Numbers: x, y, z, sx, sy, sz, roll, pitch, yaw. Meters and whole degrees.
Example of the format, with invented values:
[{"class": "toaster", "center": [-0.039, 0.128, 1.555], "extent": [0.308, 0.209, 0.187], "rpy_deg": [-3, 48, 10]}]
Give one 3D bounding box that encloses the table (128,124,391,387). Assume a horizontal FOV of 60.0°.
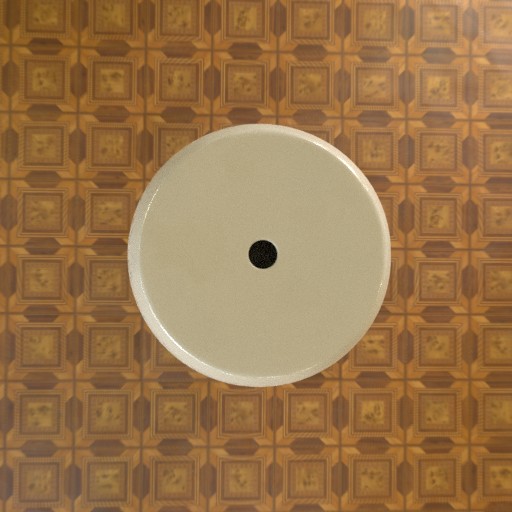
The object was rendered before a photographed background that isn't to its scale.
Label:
[{"class": "table", "center": [0.000, 0.000, 0.602], "extent": [0.309, 0.397, 0.309], "rpy_deg": [0, 90, -2]}]
